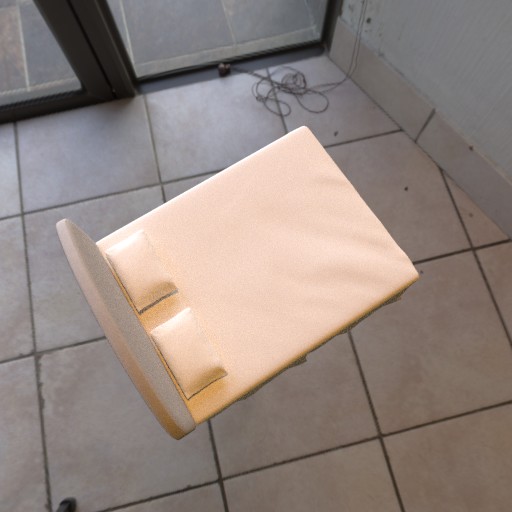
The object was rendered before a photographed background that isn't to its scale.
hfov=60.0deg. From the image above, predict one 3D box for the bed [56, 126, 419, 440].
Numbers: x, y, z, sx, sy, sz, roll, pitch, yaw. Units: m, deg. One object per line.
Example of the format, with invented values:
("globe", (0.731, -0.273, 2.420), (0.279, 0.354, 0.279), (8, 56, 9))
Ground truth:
("bed", (0.000, 0.000, 3.133), (2.005, 1.410, 1.607), (-31, 76, -9))
